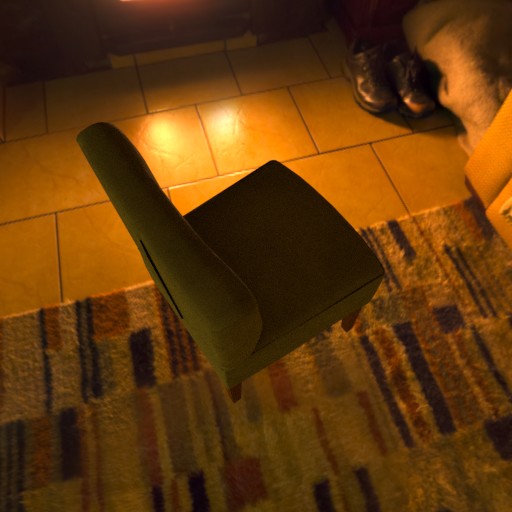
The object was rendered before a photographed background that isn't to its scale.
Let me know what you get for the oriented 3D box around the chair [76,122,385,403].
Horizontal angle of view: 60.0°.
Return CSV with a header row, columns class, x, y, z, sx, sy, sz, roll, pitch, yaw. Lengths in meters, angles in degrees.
class,x,y,z,sx,sy,sz,roll,pitch,yaw
chair,0.000,0.000,1.197,0.554,0.806,0.521,-32,65,-17
